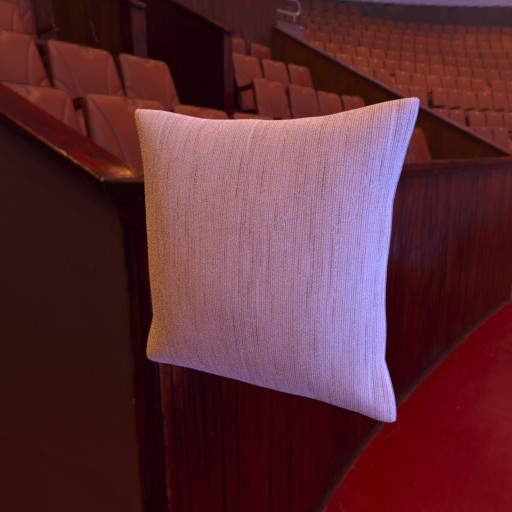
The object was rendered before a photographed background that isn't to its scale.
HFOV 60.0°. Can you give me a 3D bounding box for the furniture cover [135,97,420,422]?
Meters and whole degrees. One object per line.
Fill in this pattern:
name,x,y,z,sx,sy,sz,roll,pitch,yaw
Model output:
furniture cover,0.000,0.000,0.776,0.512,0.506,0.178,7,16,25
